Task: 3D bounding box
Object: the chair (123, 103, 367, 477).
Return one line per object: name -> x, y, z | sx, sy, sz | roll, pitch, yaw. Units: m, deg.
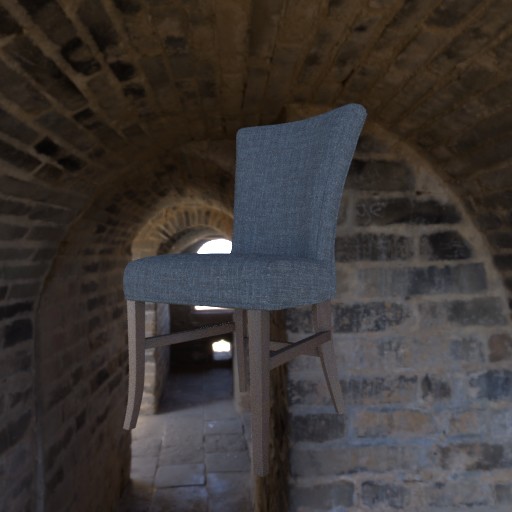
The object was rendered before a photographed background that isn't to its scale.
chair -> 0.000, 0.000, 1.378 | 0.520, 0.991, 0.660 | -1, -1, 36
